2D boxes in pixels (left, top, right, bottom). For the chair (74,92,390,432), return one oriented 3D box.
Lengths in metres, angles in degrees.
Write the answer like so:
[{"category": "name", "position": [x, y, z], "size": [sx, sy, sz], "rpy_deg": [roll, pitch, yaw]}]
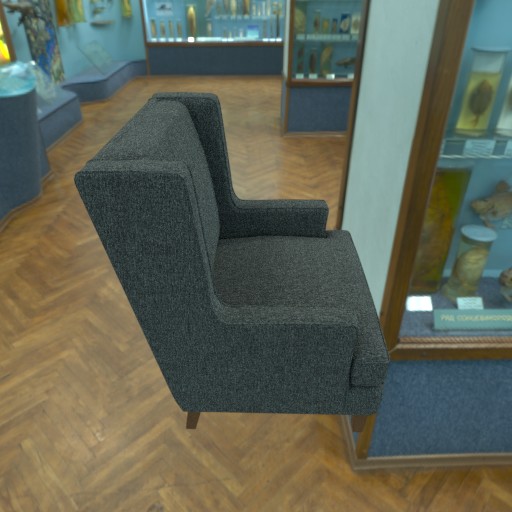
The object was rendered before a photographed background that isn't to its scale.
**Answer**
[{"category": "chair", "position": [0.000, 0.000, 1.795], "size": [0.927, 1.082, 0.942], "rpy_deg": [1, 32, 1]}]
